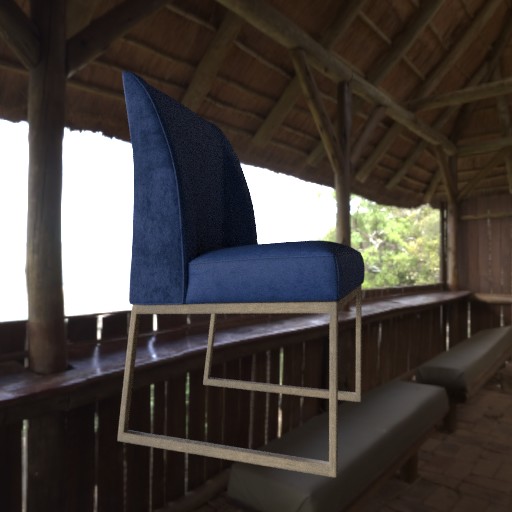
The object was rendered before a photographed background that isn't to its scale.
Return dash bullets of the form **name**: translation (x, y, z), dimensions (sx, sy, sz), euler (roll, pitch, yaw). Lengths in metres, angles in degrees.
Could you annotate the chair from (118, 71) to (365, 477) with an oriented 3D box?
- **chair**: translation (0.000, 0.000, 1.168), dimensions (0.522, 0.863, 0.508), euler (0, 1, 19)
